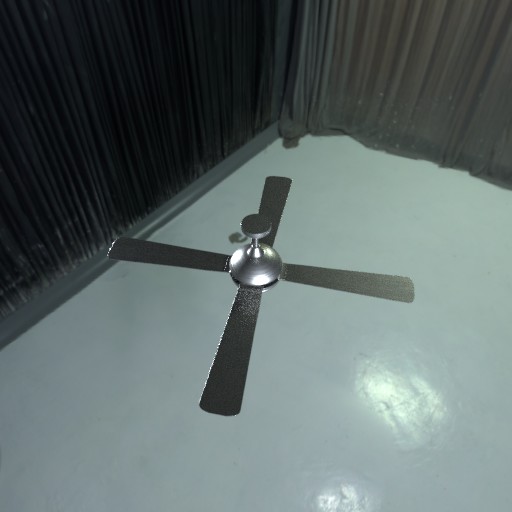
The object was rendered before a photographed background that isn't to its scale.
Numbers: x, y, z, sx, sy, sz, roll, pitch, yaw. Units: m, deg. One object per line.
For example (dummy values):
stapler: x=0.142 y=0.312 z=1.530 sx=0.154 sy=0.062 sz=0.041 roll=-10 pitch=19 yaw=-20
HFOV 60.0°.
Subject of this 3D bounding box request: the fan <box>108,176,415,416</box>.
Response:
fan: x=0.000 y=0.000 z=1.935 sx=1.321 sy=0.381 sz=1.321 roll=24 pitch=51 yaw=21
